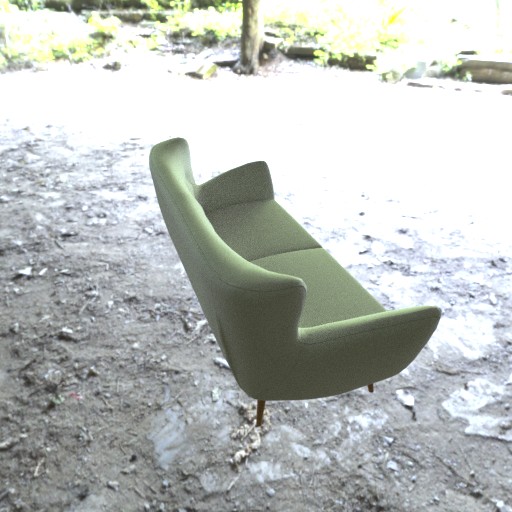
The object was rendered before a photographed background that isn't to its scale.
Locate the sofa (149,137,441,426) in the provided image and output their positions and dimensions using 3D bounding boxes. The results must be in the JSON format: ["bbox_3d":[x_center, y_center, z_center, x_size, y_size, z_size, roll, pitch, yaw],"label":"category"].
[{"bbox_3d":[0.000,0.000,2.451,0.899,0.890,1.930,-11,33,-18],"label":"sofa"}]
